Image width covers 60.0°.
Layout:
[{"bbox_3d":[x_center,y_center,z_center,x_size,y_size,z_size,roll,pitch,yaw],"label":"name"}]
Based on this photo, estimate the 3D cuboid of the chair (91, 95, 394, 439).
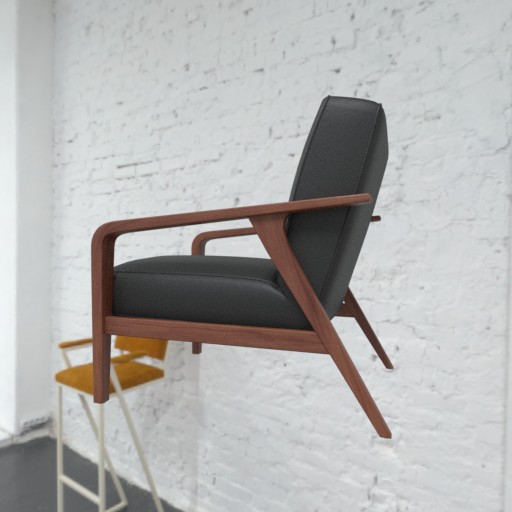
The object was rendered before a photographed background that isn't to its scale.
[{"bbox_3d":[0.000,0.000,1.503,0.889,0.861,0.719,0,1,18],"label":"chair"}]
